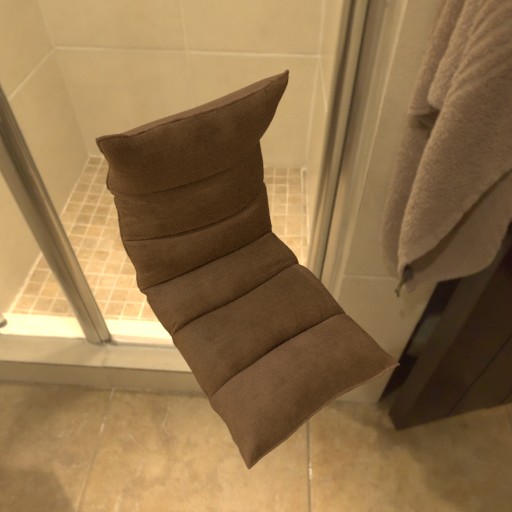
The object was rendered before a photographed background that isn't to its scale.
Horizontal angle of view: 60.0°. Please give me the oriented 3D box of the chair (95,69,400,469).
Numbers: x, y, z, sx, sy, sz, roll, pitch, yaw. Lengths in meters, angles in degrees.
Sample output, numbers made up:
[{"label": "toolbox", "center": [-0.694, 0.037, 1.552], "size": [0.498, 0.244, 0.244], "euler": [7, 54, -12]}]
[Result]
[{"label": "chair", "center": [0.000, 0.000, 1.549], "size": [0.714, 0.892, 0.985], "euler": [-26, 53, -22]}]
